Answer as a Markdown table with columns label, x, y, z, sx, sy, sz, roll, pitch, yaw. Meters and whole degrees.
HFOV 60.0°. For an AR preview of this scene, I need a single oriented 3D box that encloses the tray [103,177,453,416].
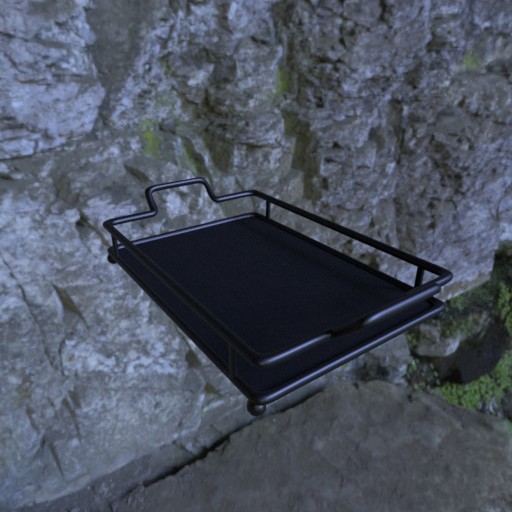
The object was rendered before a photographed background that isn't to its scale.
| label | x | y | z | sx | sy | sz | roll | pitch | yaw |
| --- | --- | --- | --- | --- | --- | --- | --- | --- | --- |
| tray | 0.000 | 0.000 | 0.617 | 0.297 | 0.101 | 0.495 | -17 | 30 | -32 |
